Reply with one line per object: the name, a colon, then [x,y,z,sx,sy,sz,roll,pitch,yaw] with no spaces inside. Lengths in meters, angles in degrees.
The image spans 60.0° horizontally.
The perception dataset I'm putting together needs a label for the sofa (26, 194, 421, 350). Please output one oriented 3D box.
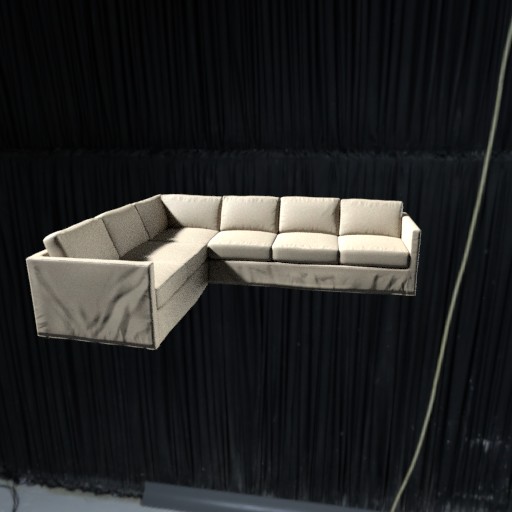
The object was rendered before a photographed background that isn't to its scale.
sofa: [0.000,0.000,4.347,3.182,0.871,2.432,3,17,9]
